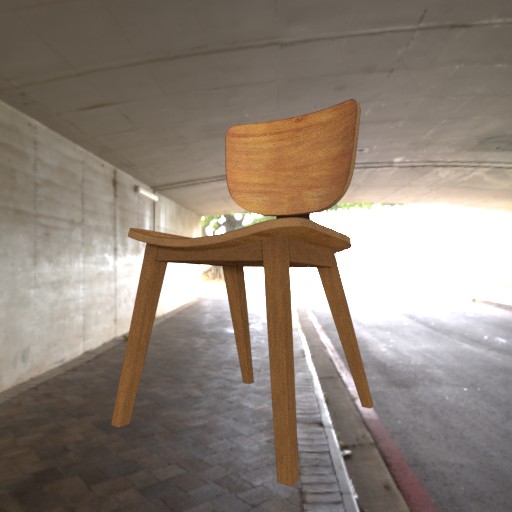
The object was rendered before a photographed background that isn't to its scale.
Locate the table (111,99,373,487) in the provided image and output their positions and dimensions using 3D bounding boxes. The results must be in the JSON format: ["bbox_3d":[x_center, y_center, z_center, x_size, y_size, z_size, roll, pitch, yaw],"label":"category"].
[{"bbox_3d":[0.000,0.000,1.114,0.499,0.805,0.500,0,-1,35],"label":"table"}]
